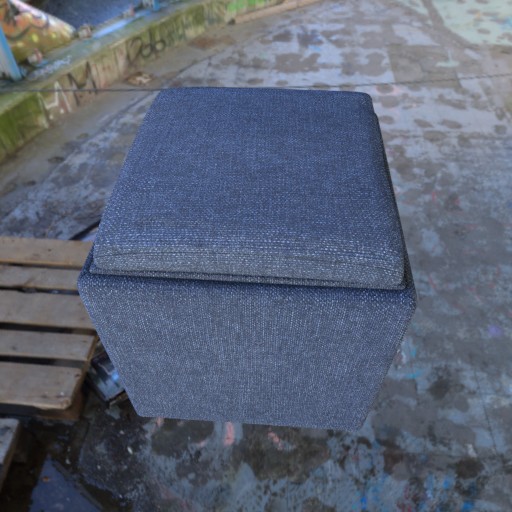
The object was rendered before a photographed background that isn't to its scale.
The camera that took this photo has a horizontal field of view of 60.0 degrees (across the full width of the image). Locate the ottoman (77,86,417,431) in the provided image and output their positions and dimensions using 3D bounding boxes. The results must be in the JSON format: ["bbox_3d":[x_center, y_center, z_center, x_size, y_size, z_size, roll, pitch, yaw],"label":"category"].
[{"bbox_3d":[0.000,0.000,0.828,0.436,0.493,0.454,3,48,3],"label":"ottoman"}]
